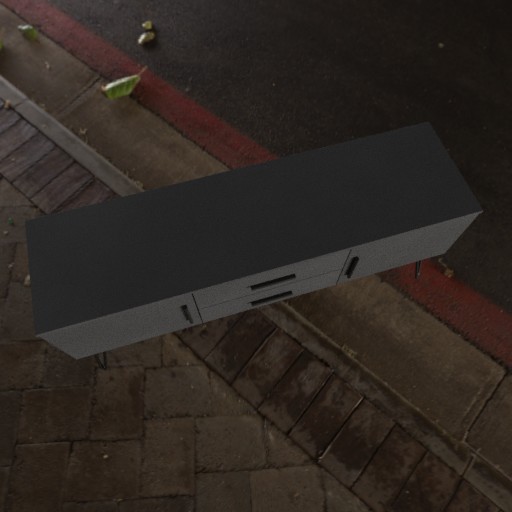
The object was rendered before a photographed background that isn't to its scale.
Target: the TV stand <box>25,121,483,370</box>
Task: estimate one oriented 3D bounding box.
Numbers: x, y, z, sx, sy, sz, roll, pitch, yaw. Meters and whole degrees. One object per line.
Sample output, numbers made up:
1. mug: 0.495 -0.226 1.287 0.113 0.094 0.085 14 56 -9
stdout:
1. TV stand: 0.000 0.000 1.652 1.400 0.560 0.400 -15 65 -7
